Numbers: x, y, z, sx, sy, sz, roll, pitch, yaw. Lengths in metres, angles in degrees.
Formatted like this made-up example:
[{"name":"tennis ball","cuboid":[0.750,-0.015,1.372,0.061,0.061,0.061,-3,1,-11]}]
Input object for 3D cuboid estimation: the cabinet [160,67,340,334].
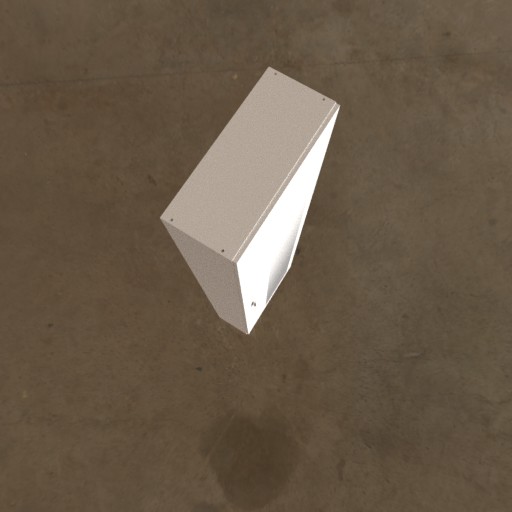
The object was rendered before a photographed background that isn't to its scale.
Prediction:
[{"name":"cabinet","cuboid":[0.000,0.000,1.962,0.230,1.790,0.500,31,77,8]}]
